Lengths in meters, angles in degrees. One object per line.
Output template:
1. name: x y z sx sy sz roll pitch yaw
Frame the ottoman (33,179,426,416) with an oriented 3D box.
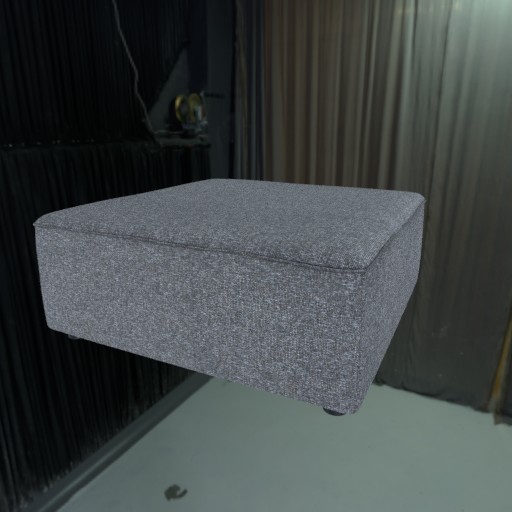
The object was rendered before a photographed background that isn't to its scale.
1. ottoman: 0.000 0.000 1.570 1.017 0.423 1.021 8 19 26
